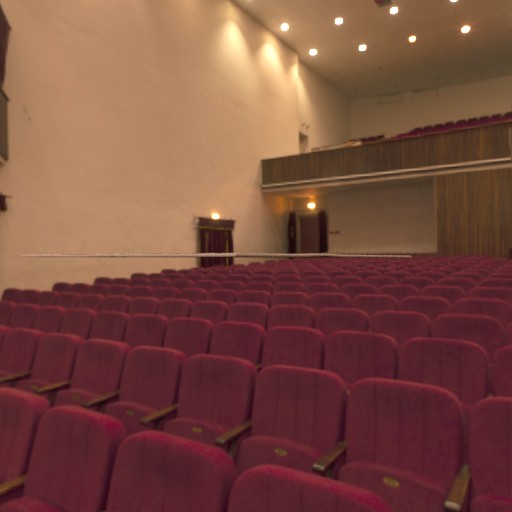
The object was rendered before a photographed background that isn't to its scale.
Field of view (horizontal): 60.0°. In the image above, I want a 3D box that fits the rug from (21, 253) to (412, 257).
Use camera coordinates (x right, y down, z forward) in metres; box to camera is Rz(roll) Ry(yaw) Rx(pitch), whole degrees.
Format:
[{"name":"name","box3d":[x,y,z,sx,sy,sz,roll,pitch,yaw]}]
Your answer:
[{"name":"rug","box3d":[0.000,0.000,1.071,0.515,0.007,0.867,0,0,34]}]
